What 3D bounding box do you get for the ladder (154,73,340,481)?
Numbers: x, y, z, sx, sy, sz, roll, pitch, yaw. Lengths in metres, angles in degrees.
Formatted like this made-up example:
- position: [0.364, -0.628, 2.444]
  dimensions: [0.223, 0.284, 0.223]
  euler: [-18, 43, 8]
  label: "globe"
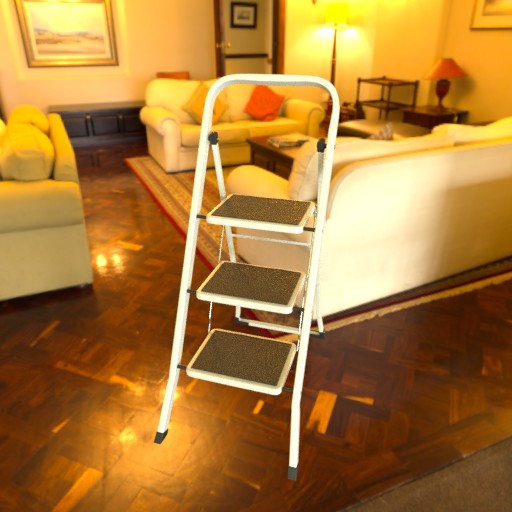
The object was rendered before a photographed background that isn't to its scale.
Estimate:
- position: [0.000, 0.000, 1.413]
  dimensions: [0.460, 1.050, 0.711]
  euler: [8, 28, 15]
  label: "ladder"
